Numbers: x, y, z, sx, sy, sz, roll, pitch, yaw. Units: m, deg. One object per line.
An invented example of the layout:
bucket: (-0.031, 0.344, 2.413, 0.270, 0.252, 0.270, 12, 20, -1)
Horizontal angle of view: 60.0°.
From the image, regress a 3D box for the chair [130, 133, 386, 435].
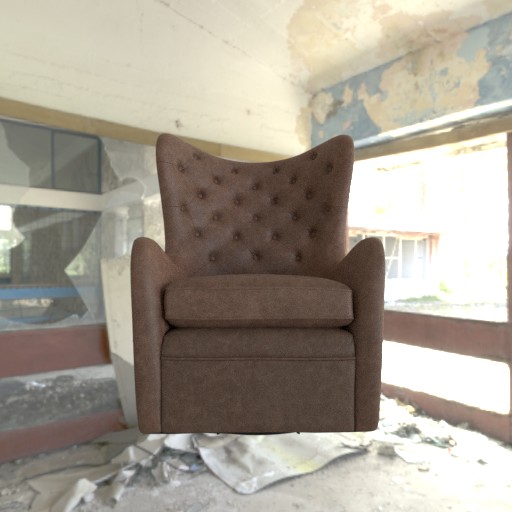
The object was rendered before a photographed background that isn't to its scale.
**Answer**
chair: (0.000, 0.000, 1.715, 0.831, 1.079, 0.930, 0, -1, -1)
